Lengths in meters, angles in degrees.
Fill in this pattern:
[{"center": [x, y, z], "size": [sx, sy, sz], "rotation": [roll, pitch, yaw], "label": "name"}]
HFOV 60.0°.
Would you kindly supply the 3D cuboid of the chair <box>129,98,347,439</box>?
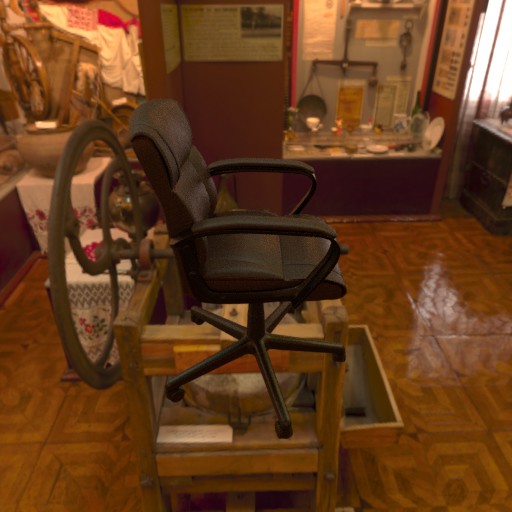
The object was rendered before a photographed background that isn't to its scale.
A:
[{"center": [0.000, 0.000, 1.528], "size": [0.717, 1.004, 0.739], "rotation": [0, 30, 0], "label": "chair"}]
